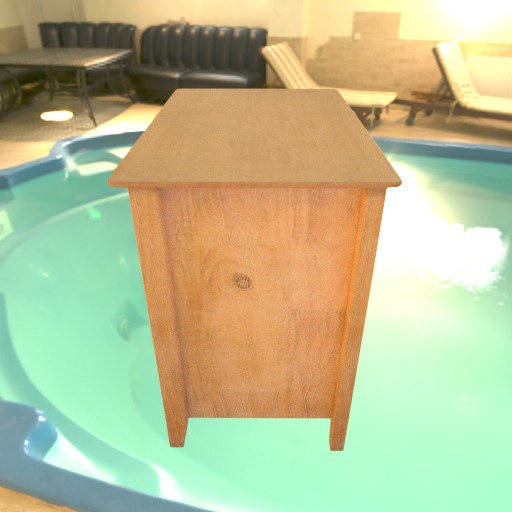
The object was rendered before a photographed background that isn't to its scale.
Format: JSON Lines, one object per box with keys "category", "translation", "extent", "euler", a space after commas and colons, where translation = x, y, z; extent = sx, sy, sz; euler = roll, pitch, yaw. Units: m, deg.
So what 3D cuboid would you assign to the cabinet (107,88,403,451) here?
{"category": "cabinet", "translation": [0.000, 0.000, 1.266], "extent": [0.503, 0.762, 0.763], "euler": [0, 32, 0]}
